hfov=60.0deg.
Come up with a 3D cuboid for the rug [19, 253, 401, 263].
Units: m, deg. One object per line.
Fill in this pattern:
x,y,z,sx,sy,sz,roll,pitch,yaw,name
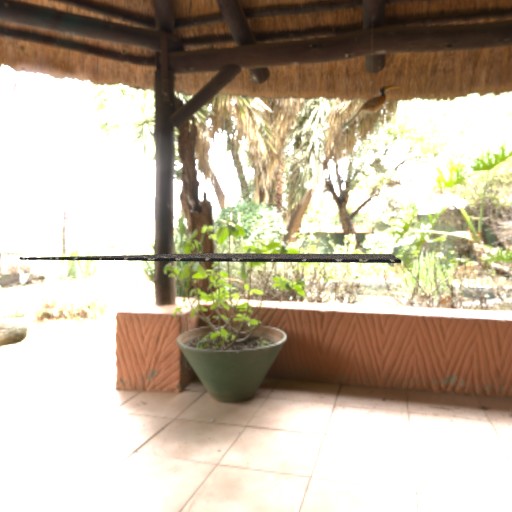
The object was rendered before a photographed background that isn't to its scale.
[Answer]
0.000,0.000,4.075,2.439,0.022,3.047,0,1,16,rug
